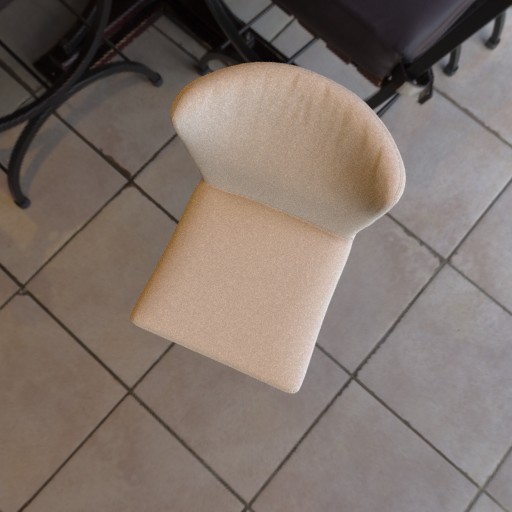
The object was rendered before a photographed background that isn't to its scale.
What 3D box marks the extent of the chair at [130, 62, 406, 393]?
[{"bbox_3d":[0.000,0.000,1.197,0.491,0.839,0.592,22,78,5],"label":"chair"}]
